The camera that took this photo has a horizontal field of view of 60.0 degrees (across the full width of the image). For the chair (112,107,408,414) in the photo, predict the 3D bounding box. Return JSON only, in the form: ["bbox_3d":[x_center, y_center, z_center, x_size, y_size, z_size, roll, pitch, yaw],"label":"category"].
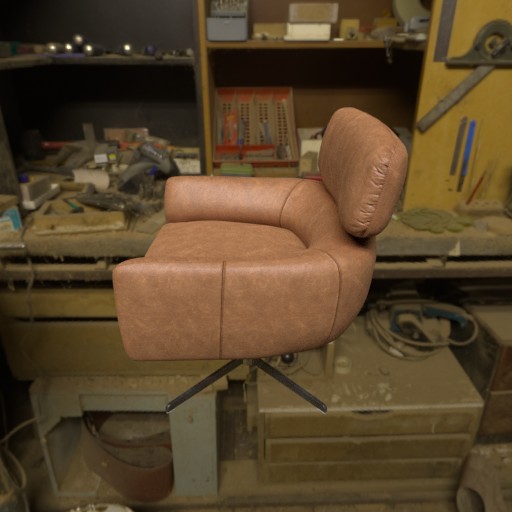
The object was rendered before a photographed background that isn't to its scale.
[{"bbox_3d":[0.000,0.000,1.348,0.715,0.812,0.706,0,27,0],"label":"chair"}]
